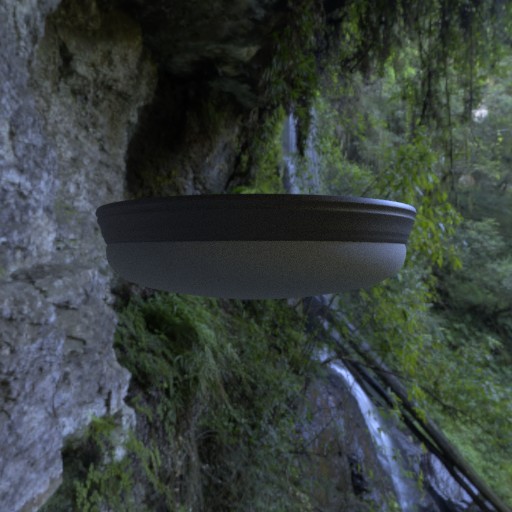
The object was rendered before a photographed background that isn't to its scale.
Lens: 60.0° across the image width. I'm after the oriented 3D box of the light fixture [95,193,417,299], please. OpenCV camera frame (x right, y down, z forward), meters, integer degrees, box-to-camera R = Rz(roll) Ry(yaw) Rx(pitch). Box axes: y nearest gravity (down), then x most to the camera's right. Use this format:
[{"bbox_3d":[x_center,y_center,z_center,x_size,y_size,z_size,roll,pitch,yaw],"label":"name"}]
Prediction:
[{"bbox_3d":[0.000,0.000,0.540,0.368,0.100,0.368,0,0,0],"label":"light fixture"}]
